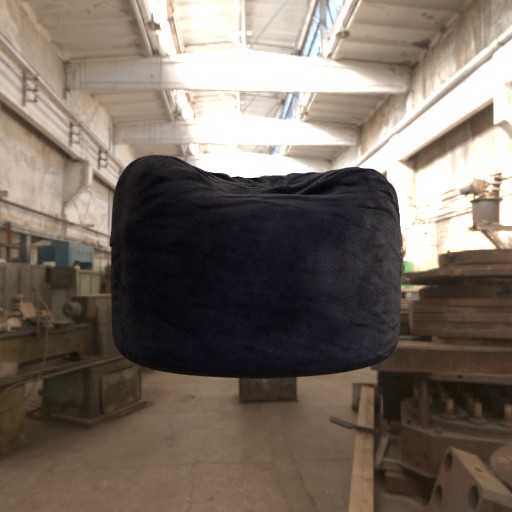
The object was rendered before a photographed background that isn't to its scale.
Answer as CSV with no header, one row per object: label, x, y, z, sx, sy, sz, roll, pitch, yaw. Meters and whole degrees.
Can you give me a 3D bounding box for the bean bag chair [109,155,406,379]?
bean bag chair,0.000,0.000,1.465,0.918,0.616,0.918,0,-2,0
